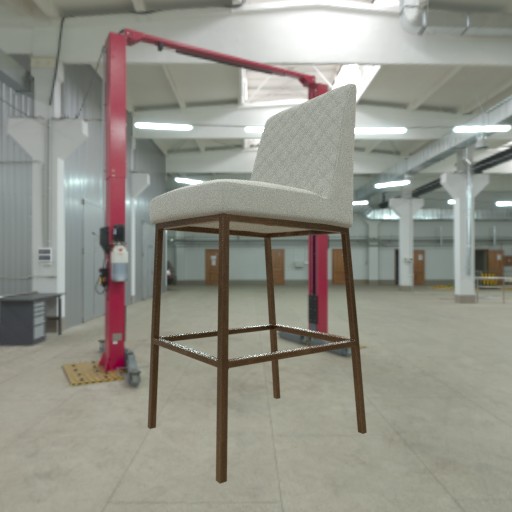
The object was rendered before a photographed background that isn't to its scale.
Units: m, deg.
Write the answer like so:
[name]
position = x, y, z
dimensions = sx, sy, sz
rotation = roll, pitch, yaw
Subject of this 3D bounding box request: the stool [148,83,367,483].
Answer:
[stool]
position = 0.000, 0.000, 1.389
dimensions = 0.546, 1.084, 0.462
rotation = 0, -1, -36
